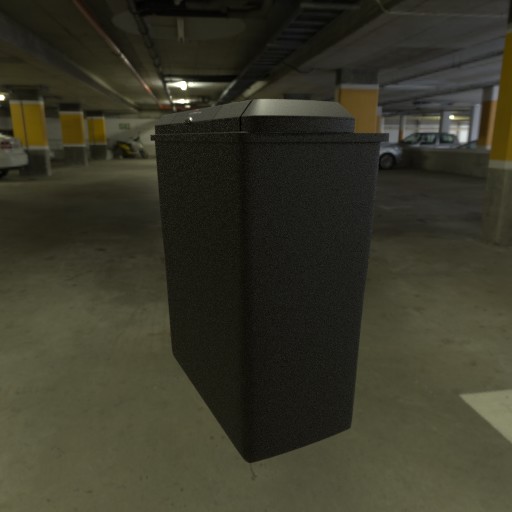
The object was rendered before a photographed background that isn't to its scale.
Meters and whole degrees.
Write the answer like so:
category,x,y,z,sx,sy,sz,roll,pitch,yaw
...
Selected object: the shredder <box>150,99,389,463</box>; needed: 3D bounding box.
category,x,y,z,sx,sy,sz,roll,pitch,yaw
shredder,0.000,0.000,0.522,0.170,0.335,0.320,-7,16,-26
